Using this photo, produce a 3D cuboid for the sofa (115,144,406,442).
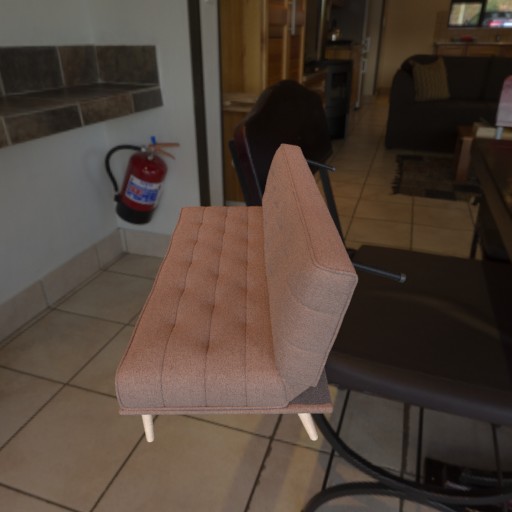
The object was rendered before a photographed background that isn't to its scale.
[{"bbox_3d":[0.000,0.000,2.337,1.038,0.810,1.820,0,26,0],"label":"sofa"}]
